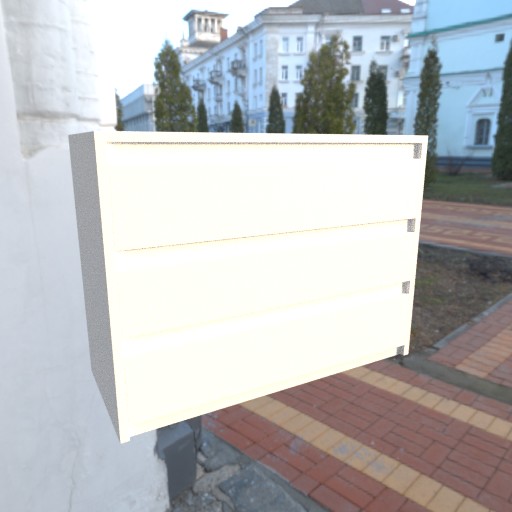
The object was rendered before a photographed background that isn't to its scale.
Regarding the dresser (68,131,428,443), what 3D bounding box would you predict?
[{"bbox_3d":[0.000,0.000,1.561,1.100,0.820,0.460,-8,16,-28],"label":"dresser"}]
